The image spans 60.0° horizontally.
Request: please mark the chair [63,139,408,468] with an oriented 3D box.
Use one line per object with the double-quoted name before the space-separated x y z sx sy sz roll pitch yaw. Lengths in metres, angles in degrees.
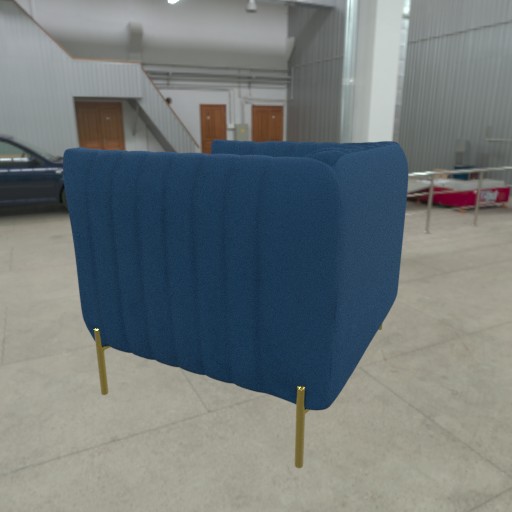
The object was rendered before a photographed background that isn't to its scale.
"chair" 0.000 0.000 1.580 0.877 0.793 0.947 9 19 27
